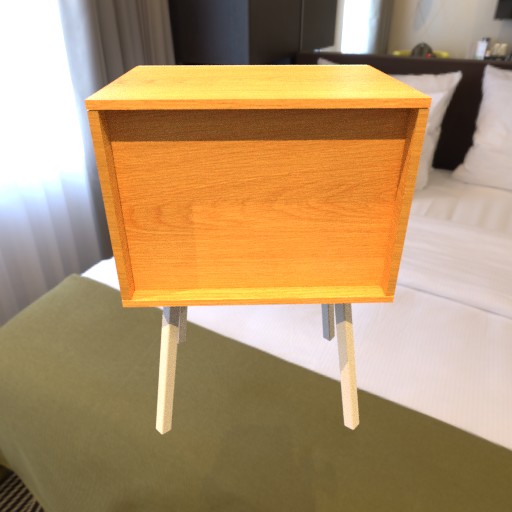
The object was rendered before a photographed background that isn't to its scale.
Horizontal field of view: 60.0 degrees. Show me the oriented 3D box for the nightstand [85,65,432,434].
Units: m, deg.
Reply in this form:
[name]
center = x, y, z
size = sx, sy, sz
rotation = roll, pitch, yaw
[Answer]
[nightstand]
center = 0.000, 0.000, 0.797
size = 0.400, 0.601, 0.316
rotation = -1, 30, -1
